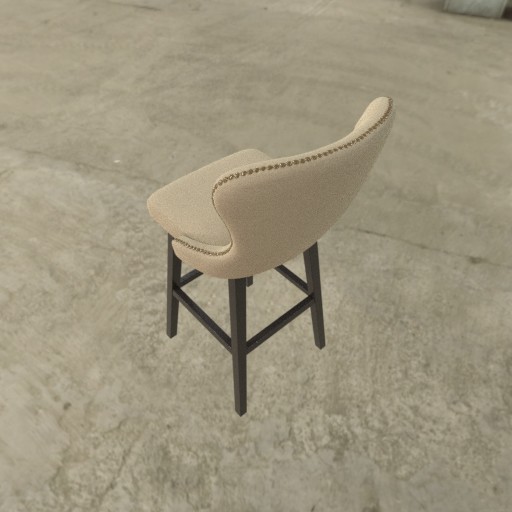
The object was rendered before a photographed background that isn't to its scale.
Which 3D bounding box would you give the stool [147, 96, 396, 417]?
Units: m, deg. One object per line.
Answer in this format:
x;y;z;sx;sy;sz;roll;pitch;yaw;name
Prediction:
0.000;0.000;1.389;0.528;1.066;0.605;-32;53;-28;stool
